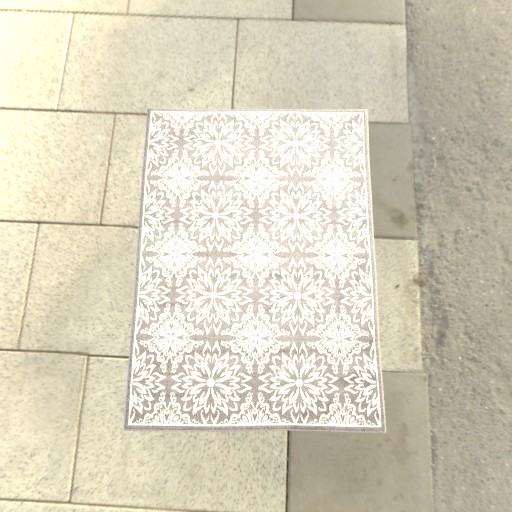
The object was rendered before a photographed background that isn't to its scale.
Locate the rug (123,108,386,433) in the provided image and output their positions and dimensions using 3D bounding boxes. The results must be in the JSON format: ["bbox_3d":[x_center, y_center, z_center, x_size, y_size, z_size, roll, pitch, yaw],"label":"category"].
[{"bbox_3d":[0.000,0.000,2.970,1.608,0.014,2.213,0,76,0],"label":"rug"}]
